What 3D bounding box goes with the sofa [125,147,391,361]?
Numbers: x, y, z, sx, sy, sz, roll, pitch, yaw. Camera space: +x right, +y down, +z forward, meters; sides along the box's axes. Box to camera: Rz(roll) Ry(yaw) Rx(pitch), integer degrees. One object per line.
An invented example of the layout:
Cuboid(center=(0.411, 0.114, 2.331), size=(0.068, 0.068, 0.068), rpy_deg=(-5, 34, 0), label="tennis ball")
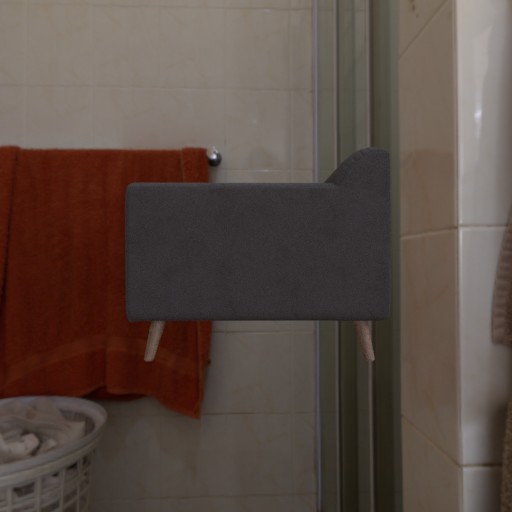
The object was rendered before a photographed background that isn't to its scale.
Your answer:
Cuboid(center=(0.000, 0.000, 2.560), size=(0.900, 0.740, 2.190), rpy_deg=(0, -1, 0), label="sofa")
